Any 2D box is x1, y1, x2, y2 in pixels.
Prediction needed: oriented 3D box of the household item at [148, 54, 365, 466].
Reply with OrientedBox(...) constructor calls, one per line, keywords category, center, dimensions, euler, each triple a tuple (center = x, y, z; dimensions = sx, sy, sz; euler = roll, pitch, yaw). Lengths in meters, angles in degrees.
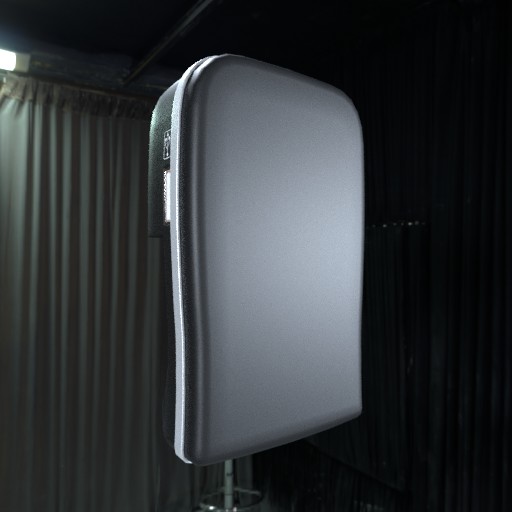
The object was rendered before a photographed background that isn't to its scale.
OrientedBox(category="household item", center=(0.000, 0.000, 0.147), dimensions=(0.070, 0.114, 0.038), euler=(0, 0, -36))
